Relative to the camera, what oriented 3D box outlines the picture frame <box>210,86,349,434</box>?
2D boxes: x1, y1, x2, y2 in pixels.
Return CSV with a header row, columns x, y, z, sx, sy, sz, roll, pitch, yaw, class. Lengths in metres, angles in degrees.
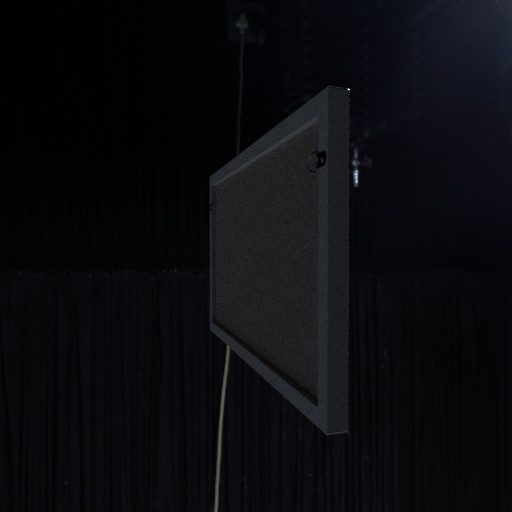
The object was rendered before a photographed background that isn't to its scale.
x,y,z,sx,sy,sz,roll,pitch,yaw,class
0.000,0.000,0.794,0.044,0.379,0.647,0,1,-17,picture frame
